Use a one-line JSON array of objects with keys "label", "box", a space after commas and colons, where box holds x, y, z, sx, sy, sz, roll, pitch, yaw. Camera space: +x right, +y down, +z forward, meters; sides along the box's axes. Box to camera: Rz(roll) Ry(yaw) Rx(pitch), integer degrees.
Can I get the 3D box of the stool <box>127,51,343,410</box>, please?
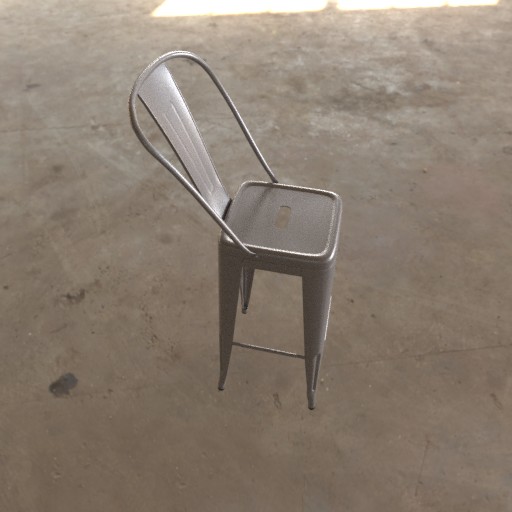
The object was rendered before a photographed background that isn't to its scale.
[{"label": "stool", "box": [0.000, 0.000, 1.343, 0.513, 1.096, 0.399, 9, 47, 9]}]
